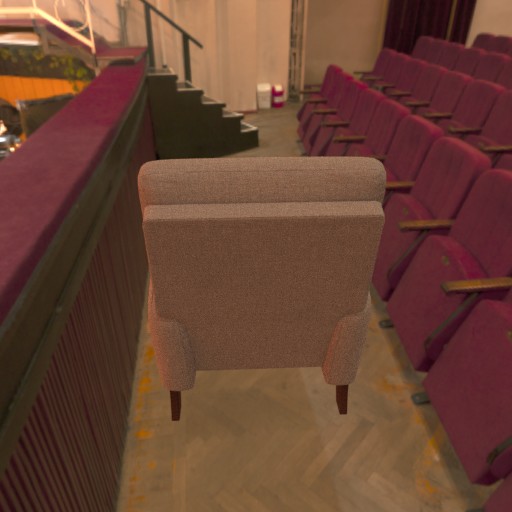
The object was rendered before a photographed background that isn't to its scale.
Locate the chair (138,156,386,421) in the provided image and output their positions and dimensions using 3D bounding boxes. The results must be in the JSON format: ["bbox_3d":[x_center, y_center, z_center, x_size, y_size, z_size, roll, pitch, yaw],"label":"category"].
[{"bbox_3d":[0.000,0.000,1.699,0.762,0.990,0.990,-1,30,-2],"label":"chair"}]
